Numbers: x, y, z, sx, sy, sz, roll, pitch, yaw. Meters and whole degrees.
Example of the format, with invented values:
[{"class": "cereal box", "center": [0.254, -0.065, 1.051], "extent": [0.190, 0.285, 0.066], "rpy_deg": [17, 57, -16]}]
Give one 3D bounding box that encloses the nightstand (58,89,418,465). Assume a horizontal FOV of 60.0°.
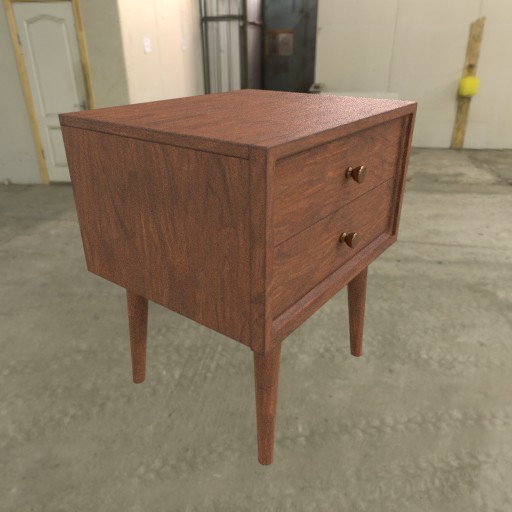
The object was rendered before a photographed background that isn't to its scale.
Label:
[{"class": "nightstand", "center": [0.000, 0.000, 0.947], "extent": [0.445, 0.607, 0.521], "rpy_deg": [18, 31, 33]}]
